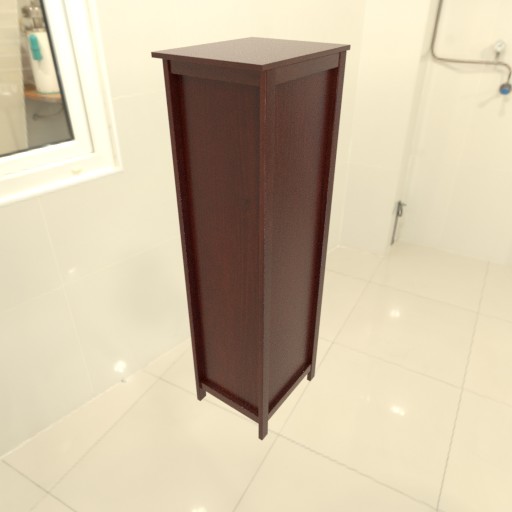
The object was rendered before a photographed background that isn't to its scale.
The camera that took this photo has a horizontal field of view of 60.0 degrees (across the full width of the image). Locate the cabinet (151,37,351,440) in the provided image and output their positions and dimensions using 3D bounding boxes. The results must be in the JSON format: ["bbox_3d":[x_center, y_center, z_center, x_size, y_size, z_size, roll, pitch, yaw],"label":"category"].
[{"bbox_3d":[0.000,0.000,1.775,0.401,1.518,0.500,21,38,30],"label":"cabinet"}]
